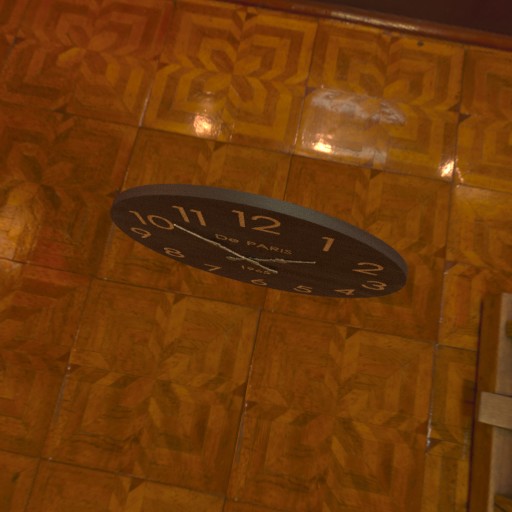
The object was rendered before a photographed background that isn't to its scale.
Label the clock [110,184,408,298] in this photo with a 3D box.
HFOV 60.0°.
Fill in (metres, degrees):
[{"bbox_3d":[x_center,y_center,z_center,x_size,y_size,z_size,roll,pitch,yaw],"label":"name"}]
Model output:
[{"bbox_3d":[0.000,0.000,0.914,0.595,0.595,0.029,13,76,3],"label":"clock"}]
